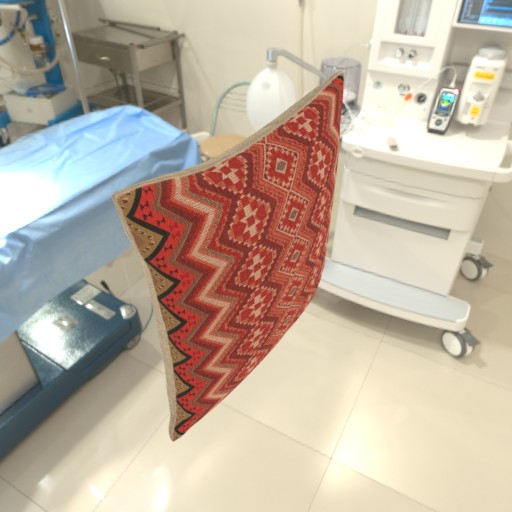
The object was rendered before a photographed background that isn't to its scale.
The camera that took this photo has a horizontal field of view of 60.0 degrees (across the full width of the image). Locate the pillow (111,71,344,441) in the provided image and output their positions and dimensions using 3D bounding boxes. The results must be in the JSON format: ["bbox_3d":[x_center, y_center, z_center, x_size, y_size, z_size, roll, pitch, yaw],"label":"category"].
[{"bbox_3d":[0.000,0.000,0.787,0.158,0.511,0.513,25,45,27],"label":"pillow"}]
